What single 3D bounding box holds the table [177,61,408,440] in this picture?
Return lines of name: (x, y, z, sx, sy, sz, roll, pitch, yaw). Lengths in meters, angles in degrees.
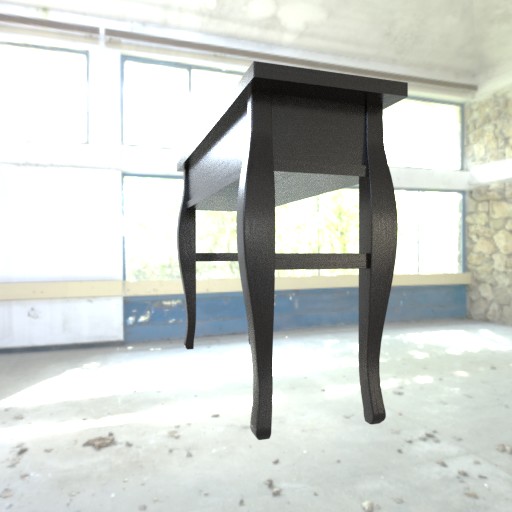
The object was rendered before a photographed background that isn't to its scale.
table: (0.000, 0.000, 1.426, 0.373, 0.768, 1.062, 0, 0, -18)
